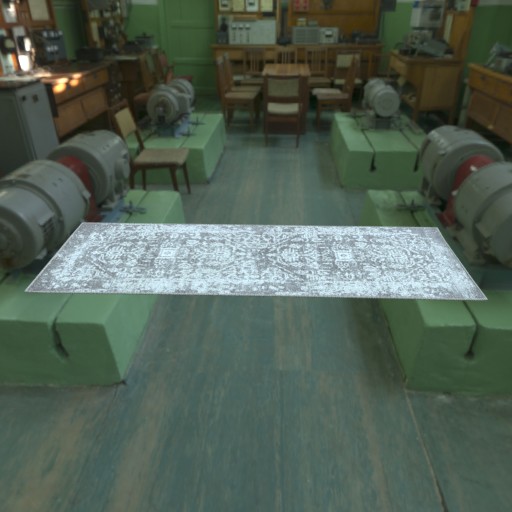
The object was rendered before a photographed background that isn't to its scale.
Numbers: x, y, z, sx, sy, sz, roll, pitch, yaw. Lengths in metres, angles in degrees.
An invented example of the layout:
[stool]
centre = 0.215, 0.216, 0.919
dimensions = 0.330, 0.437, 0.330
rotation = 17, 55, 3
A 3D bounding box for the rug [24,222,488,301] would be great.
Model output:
[rug]
centre = 0.000, 0.000, 2.692
dimensions = 2.452, 0.017, 0.855
rotation = 1, 30, 1
